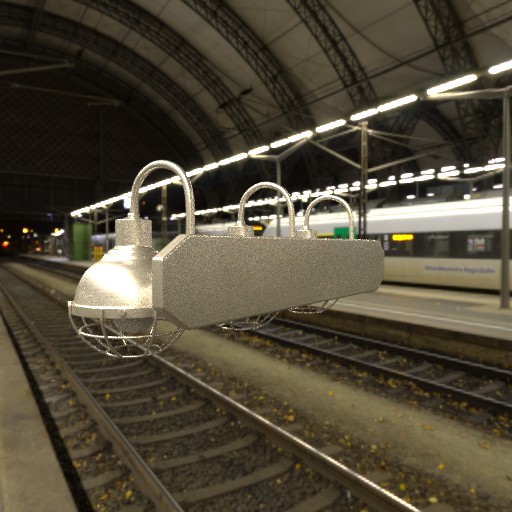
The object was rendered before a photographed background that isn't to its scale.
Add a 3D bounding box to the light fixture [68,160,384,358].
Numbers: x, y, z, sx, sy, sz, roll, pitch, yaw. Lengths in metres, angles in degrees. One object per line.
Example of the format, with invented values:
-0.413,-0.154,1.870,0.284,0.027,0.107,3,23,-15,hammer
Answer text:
0.000,0.000,0.773,0.229,0.254,0.634,1,1,36,light fixture
